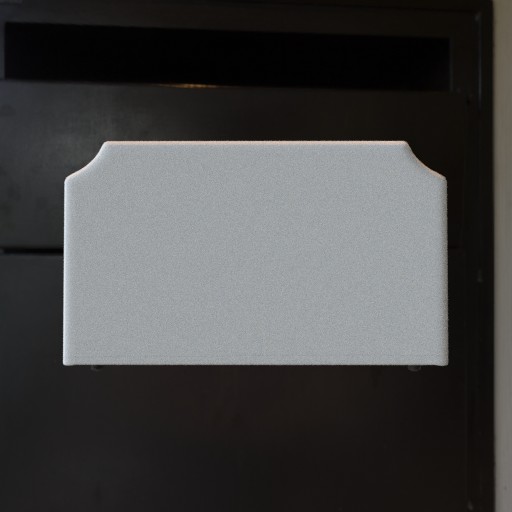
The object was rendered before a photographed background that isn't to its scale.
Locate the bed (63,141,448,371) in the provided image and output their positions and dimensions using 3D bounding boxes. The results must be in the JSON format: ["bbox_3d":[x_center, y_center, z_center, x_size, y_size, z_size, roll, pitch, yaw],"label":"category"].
[{"bbox_3d":[0.000,0.000,3.555,2.160,1.301,2.204,0,0,0],"label":"bed"}]
